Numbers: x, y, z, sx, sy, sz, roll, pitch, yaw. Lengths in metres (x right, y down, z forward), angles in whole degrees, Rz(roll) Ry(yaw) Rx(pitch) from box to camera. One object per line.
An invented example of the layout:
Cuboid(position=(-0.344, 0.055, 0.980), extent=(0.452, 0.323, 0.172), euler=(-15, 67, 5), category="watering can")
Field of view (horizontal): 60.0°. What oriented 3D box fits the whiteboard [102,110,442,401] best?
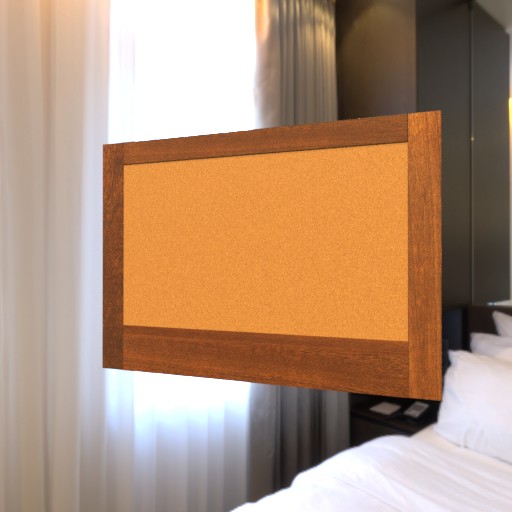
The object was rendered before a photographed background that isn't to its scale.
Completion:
Cuboid(position=(0.000, 0.000, 1.018), extent=(0.783, 0.559, 0.083), euler=(0, 0, 19), category="whiteboard")
